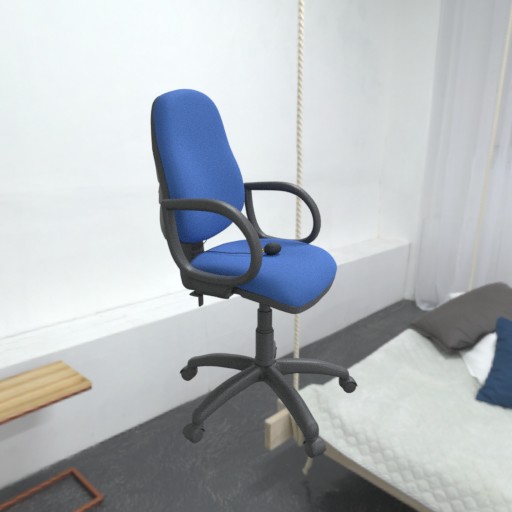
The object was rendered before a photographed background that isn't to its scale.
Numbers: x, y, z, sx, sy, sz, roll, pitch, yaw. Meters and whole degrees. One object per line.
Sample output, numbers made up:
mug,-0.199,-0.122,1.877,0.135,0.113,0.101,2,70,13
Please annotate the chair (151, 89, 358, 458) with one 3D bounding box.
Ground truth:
chair,0.000,0.000,1.246,0.549,0.905,0.552,7,17,25
